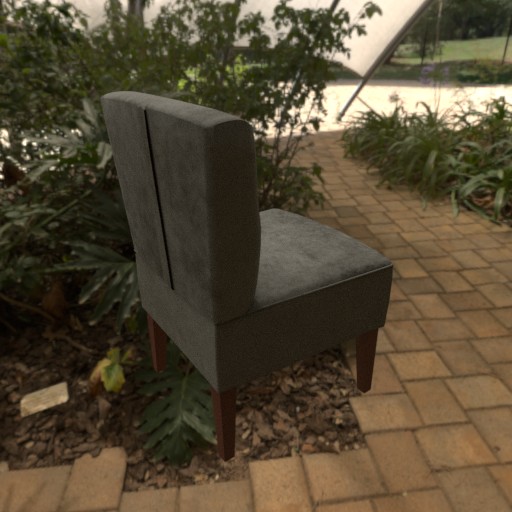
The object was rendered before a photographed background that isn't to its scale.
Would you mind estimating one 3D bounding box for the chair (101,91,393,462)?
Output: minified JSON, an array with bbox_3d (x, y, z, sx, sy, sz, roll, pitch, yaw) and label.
[{"bbox_3d":[0.000,0.000,1.147,0.554,0.806,0.521,-17,30,-31],"label":"chair"}]
